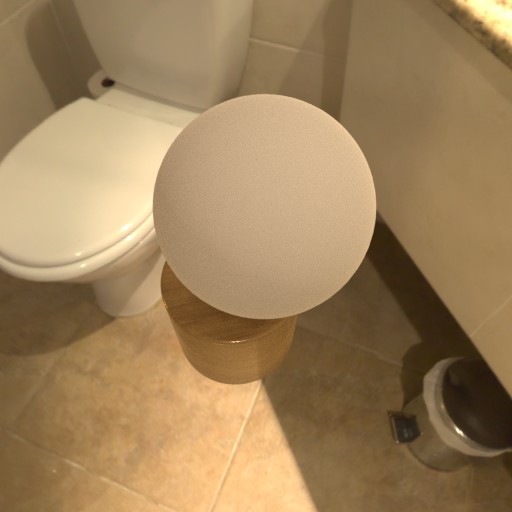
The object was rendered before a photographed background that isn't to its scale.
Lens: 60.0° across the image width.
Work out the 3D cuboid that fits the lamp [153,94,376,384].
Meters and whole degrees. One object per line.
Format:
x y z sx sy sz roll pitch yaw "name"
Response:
0.000 0.000 0.334 0.152 0.250 0.141 -13 59 -8 "lamp"
